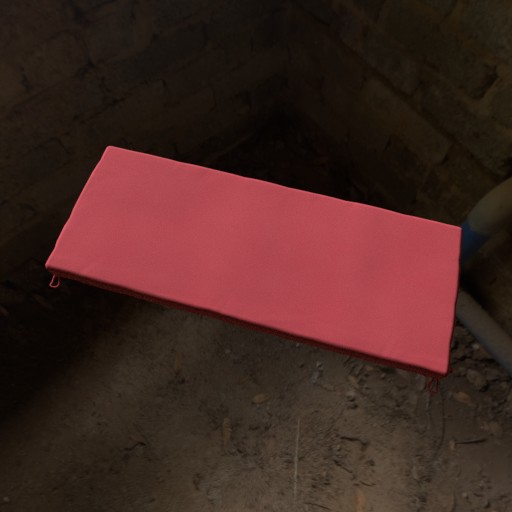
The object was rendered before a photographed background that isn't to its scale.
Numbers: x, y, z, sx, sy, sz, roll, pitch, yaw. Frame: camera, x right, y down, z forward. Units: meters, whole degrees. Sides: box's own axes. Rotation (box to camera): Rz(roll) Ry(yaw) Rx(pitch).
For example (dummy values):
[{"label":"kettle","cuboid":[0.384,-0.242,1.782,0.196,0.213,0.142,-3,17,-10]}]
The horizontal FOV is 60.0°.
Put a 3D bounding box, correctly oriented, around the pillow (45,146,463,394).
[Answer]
[{"label":"pillow","cuboid":[0.000,0.000,1.303,1.187,0.081,0.492,14,65,7]}]
